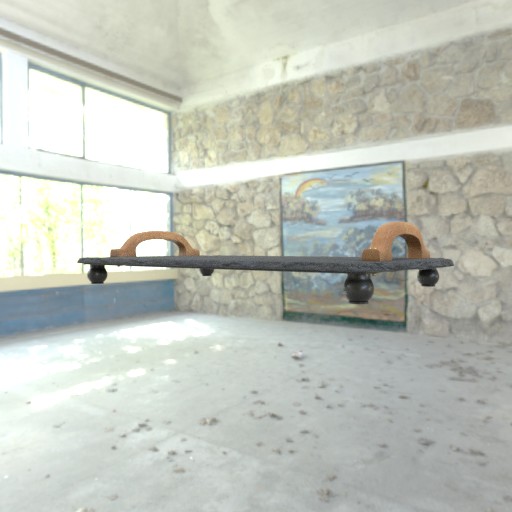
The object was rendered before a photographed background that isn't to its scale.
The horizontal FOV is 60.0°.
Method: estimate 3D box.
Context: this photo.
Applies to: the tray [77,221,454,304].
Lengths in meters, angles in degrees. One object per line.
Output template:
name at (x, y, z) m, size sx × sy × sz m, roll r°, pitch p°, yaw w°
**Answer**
tray at (0.000, 0.000, 0.476) m, size 0.387 × 0.062 × 0.231 m, roll 1°, pitch 1°, yaw 36°
